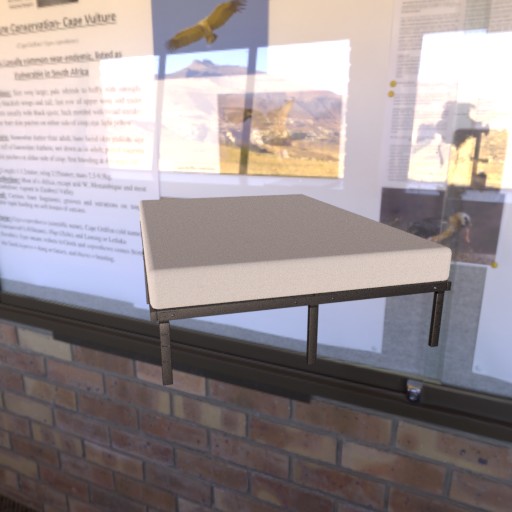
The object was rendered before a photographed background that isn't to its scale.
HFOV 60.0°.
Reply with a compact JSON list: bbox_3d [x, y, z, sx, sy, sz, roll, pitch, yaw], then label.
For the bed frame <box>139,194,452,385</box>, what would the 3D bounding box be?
[{"bbox_3d":[0.000,0.000,3.857,2.205,0.680,2.842,-2,16,-8],"label":"bed frame"}]
